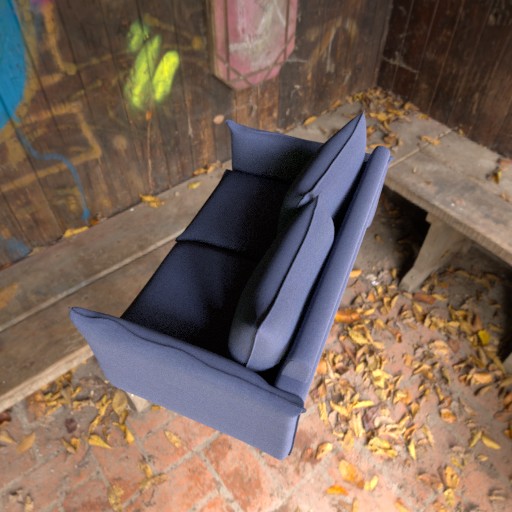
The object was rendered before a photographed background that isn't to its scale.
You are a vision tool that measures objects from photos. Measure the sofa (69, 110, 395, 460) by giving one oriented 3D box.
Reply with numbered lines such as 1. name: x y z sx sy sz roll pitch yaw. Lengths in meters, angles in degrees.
1. sofa: 0.000 0.000 1.843 0.820 0.840 1.300 17 51 15
